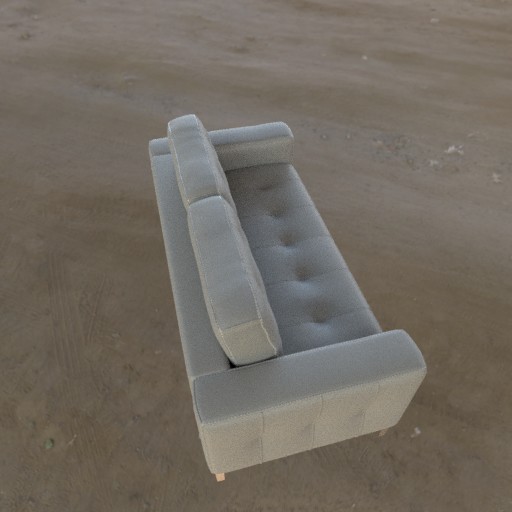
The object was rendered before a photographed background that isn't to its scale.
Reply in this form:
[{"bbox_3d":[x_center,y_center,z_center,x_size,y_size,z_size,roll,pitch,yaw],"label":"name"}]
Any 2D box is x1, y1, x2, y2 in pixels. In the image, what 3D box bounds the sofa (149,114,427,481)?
[{"bbox_3d":[0.000,0.000,2.160,0.833,0.892,1.726,-11,48,-10],"label":"sofa"}]
